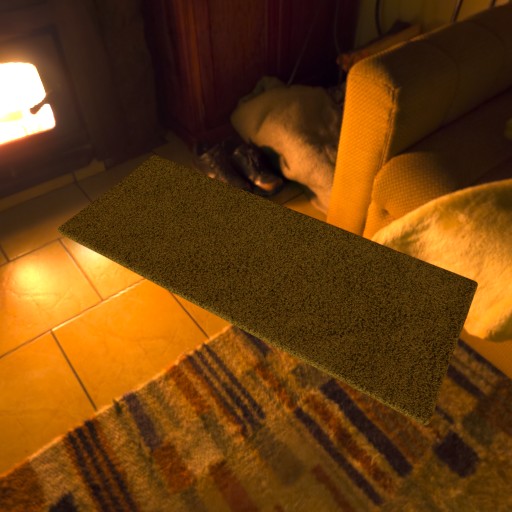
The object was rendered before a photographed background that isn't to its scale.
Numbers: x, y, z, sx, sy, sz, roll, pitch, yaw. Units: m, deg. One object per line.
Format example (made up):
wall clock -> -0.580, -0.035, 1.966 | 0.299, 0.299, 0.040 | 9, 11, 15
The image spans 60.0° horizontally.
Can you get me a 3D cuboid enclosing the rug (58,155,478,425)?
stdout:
rug -> 0.000, 0.000, 1.705 | 1.524, 0.030, 0.609 | 24, 52, 21
